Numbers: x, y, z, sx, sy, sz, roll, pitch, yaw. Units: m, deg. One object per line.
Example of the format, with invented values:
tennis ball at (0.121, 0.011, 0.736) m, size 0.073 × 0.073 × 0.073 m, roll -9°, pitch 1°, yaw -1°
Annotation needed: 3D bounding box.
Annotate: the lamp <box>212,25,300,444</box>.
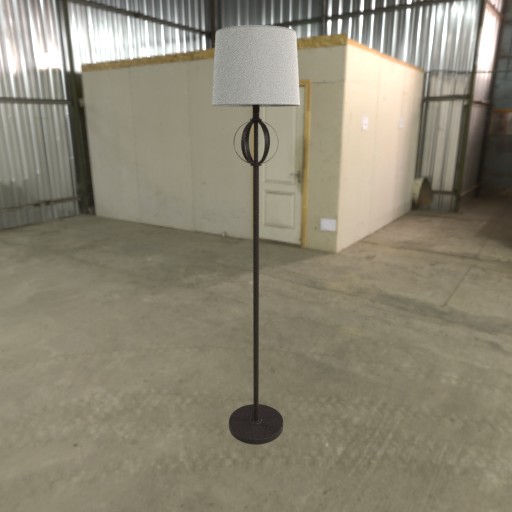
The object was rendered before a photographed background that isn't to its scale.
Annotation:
lamp at (0.000, 0.000, 1.606) m, size 0.286 × 1.462 × 0.286 m, roll -9°, pitch 19°, yaw -26°
